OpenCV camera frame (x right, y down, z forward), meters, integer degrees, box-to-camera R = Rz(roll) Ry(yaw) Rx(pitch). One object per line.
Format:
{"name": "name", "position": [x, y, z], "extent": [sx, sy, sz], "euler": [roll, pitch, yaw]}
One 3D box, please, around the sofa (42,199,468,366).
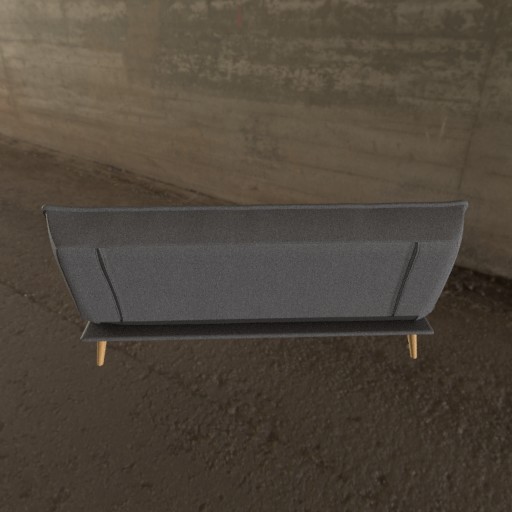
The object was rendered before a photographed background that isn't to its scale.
{"name": "sofa", "position": [0.000, 0.000, 2.477], "extent": [1.940, 0.890, 0.950], "euler": [-1, 29, -2]}
